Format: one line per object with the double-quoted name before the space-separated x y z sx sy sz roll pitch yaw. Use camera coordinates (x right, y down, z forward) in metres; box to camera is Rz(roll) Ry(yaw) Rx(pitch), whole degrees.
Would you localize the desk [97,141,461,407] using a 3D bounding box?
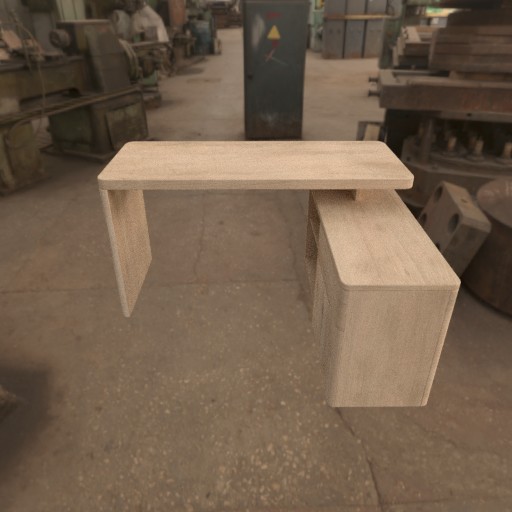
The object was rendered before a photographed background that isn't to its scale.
"desk" 0.000 0.000 2.118 1.400 0.770 1.175 0 30 0
